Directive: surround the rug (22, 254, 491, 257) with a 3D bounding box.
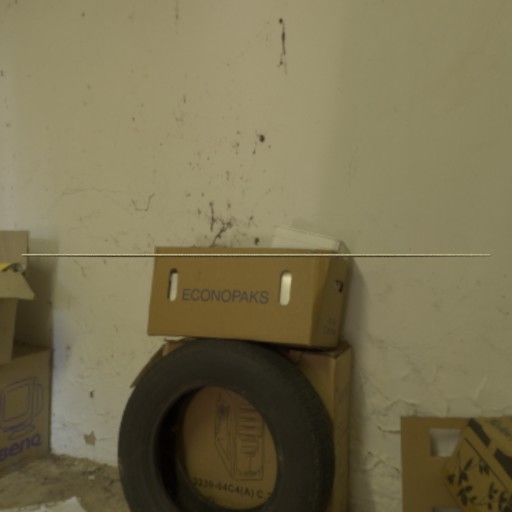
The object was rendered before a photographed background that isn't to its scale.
[{"bbox_3d":[0.000,0.000,3.064,2.438,0.012,1.524,0,0,-1],"label":"rug"}]
